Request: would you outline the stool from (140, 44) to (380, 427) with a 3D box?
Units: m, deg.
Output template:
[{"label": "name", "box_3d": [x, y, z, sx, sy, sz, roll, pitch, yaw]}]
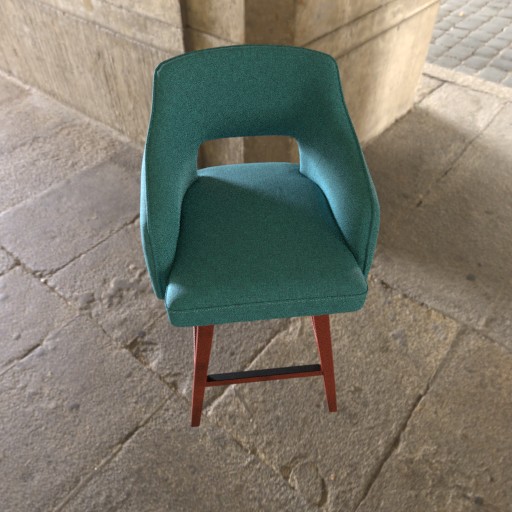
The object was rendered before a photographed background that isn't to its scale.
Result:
[{"label": "stool", "box_3d": [0.000, 0.000, 1.259, 0.548, 0.961, 0.556, -5, 47, -4]}]
